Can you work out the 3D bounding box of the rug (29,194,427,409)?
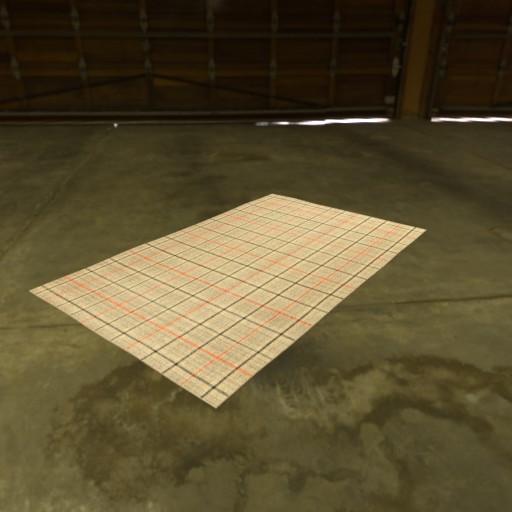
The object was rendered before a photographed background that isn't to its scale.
[{"bbox_3d":[0.000,0.000,3.077,1.524,0.015,2.439,19,31,34],"label":"rug"}]
